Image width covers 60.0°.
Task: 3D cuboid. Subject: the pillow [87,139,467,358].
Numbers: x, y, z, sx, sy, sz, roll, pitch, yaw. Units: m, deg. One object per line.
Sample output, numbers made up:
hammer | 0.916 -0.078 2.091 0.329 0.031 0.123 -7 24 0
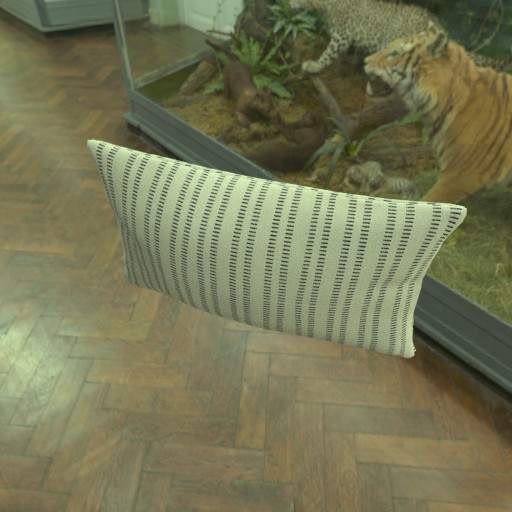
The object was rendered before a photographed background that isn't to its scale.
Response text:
pillow | 0.000 0.000 0.811 0.640 0.353 0.210 13 44 14
